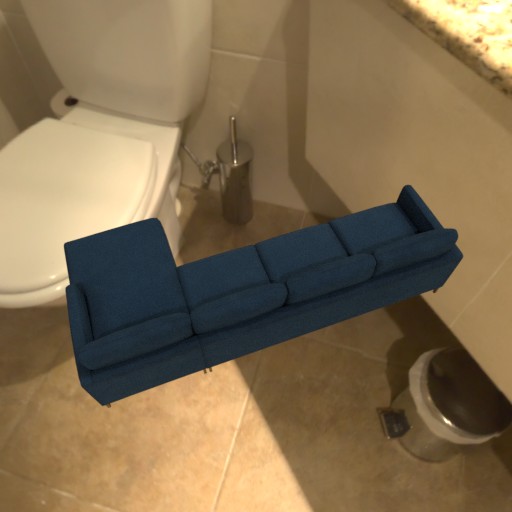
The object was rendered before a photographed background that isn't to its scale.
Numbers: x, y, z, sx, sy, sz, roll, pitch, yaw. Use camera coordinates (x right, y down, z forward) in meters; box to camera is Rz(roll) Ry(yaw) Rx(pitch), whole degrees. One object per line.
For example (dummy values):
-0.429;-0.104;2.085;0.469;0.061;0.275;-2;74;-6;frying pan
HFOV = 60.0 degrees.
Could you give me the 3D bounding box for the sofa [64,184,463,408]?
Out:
0.000;0.000;3.589;2.932;0.810;1.350;-17;58;-11;sofa
